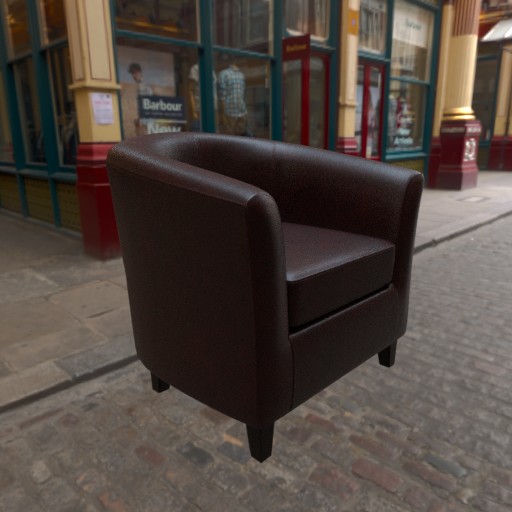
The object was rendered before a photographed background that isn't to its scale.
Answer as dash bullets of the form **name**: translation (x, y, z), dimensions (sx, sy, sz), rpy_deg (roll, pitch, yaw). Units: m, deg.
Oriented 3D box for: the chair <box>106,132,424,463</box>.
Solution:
- **chair**: translation (0.000, 0.000, 1.389), dimensions (0.727, 0.756, 0.792), rpy_deg (14, 20, 42)
